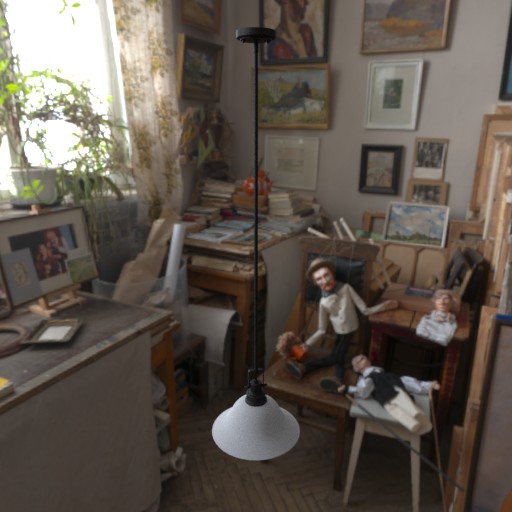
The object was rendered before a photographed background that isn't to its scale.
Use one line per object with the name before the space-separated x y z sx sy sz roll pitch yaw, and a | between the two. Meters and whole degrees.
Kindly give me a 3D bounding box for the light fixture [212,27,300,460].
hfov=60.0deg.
light fixture | 0.000 0.000 1.454 0.324 1.337 0.324 -3 17 -10
